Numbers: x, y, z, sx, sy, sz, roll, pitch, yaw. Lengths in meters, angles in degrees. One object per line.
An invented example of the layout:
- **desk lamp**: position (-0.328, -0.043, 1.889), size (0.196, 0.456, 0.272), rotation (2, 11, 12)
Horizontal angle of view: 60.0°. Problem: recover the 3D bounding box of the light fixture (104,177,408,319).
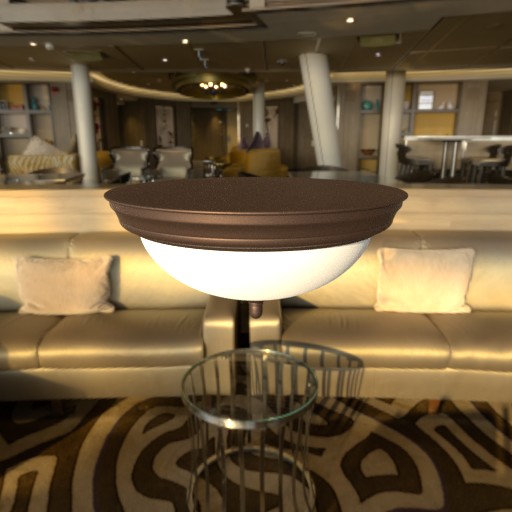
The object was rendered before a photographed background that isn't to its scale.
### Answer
- **light fixture**: position (0.000, 0.000, 0.446), size (0.280, 0.135, 0.280), rotation (0, 15, 0)
